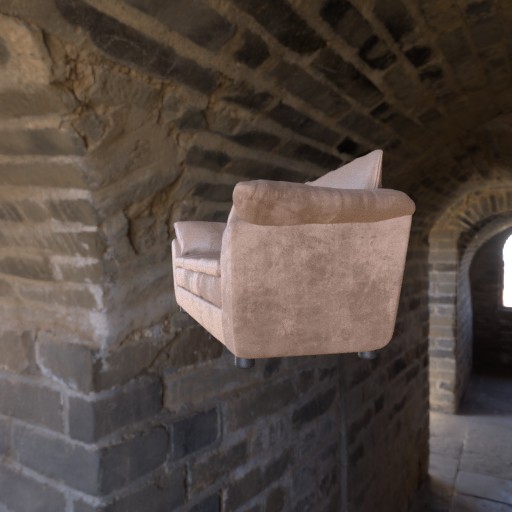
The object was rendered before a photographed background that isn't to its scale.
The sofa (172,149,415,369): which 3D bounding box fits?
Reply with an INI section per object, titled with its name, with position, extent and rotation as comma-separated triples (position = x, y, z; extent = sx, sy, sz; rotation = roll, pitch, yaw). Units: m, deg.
[sofa]
position = 0.000, 0.000, 2.953
extent = 0.893, 0.981, 2.377
rotation = 0, 0, -17
